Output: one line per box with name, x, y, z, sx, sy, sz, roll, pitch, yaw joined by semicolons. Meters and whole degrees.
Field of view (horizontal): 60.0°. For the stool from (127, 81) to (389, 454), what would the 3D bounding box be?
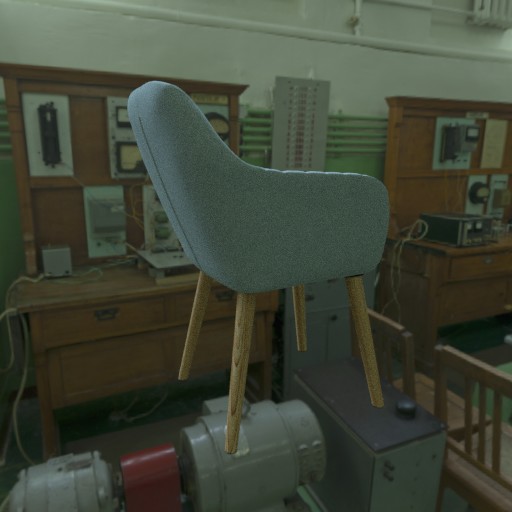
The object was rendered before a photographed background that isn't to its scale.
stool;0.000;0.000;1.199;0.590;0.830;0.503;-6;15;-26
